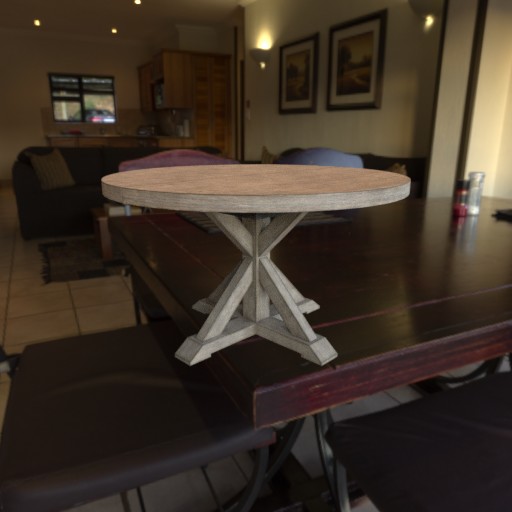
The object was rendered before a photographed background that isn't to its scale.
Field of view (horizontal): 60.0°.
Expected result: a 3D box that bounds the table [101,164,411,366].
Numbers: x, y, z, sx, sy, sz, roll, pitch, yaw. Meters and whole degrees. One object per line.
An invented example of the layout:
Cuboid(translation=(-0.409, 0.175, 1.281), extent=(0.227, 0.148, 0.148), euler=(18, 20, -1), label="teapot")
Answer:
Cuboid(translation=(0.000, 0.000, 2.158), extent=(1.363, 0.781, 1.363), euler=(0, 16, 0), label="table")
